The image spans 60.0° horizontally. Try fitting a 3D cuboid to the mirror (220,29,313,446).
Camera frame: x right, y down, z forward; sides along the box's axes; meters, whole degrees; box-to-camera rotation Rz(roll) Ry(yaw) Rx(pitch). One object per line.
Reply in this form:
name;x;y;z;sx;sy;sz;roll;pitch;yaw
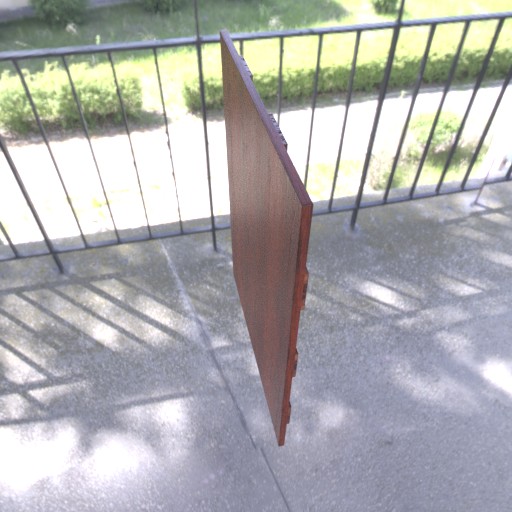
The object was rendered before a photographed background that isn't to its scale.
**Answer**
mirror;0.000;0.000;1.049;0.021;0.805;0.600;-10;47;-9
